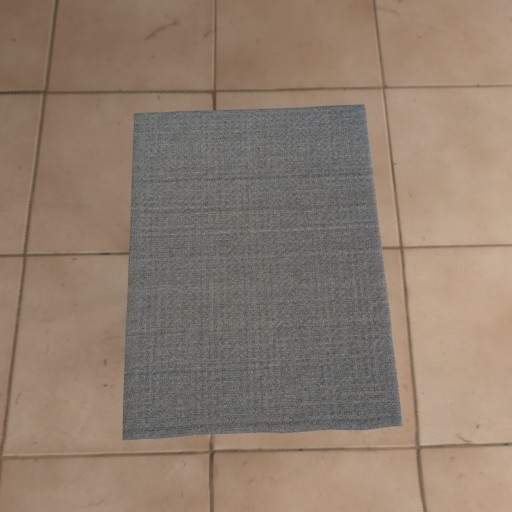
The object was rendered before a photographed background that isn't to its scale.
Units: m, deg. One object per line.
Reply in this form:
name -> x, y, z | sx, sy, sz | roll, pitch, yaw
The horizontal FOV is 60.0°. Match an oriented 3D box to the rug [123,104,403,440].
rug -> 0.000, 0.000, 4.243 | 2.443, 0.007, 3.200 | -2, 75, -1
